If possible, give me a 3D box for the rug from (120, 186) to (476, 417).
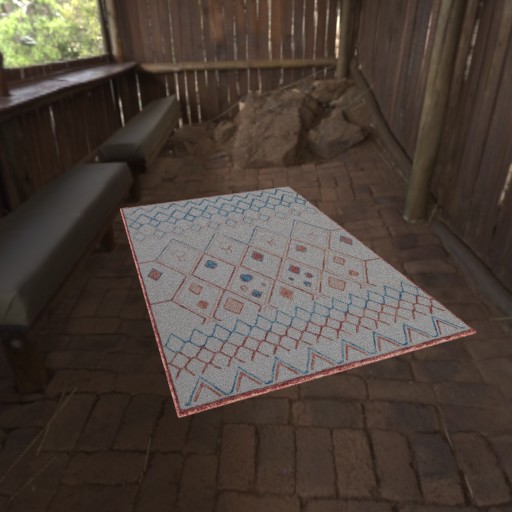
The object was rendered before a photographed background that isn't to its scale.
[{"bbox_3d":[0.000,0.000,2.353,1.219,0.016,1.829,-10,30,-18],"label":"rug"}]
